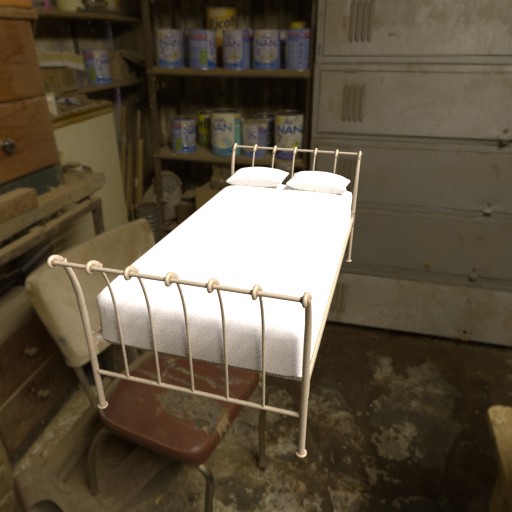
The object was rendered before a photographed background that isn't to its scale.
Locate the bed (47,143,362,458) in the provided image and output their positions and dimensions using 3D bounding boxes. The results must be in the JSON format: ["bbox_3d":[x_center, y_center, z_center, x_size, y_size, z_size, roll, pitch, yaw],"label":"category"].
[{"bbox_3d":[0.000,0.000,2.691,1.032,0.873,2.228,7,27,15],"label":"bed"}]
